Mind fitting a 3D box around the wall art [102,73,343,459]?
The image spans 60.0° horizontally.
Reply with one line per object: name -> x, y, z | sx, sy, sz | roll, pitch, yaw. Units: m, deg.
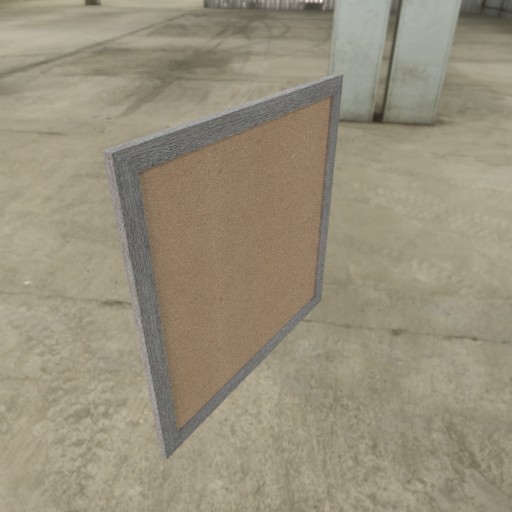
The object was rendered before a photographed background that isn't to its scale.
wall art -> 0.000, 0.000, 1.014 | 0.020, 0.685, 0.685 | 21, 38, 30
